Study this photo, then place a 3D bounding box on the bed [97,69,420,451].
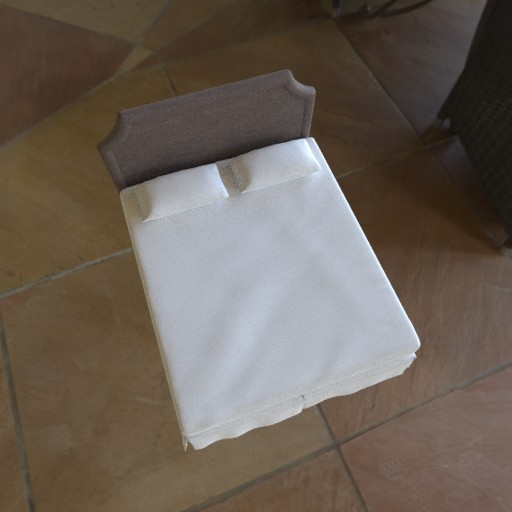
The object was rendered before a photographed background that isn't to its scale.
[{"bbox_3d":[0.000,0.000,4.160,2.350,1.590,2.773,-18,65,-8],"label":"bed"}]
